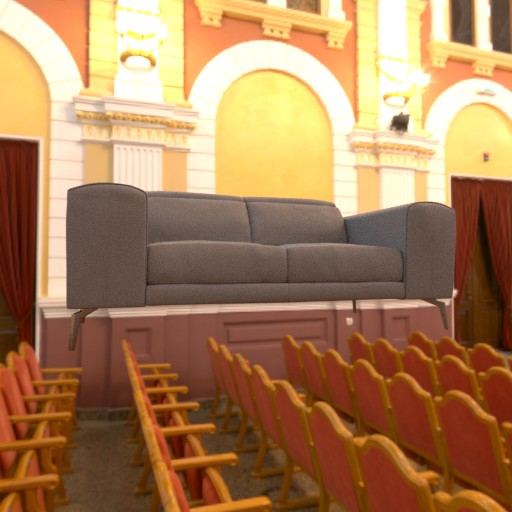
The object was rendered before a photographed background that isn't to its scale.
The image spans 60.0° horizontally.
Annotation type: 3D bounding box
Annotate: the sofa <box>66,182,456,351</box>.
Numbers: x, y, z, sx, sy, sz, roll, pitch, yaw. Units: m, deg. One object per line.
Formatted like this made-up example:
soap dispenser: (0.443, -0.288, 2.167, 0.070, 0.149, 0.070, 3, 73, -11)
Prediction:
sofa: (0.000, 0.000, 2.451, 1.895, 0.779, 1.003, 1, -2, -19)
